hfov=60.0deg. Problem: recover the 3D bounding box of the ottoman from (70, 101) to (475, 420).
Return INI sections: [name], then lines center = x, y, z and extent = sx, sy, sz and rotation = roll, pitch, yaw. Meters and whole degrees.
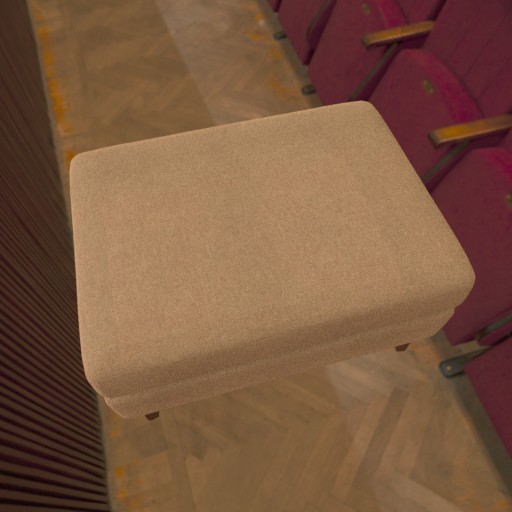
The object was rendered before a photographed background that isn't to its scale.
[ottoman]
center = 0.000, 0.000, 1.170
extent = 0.823, 0.478, 0.610
rotation = -13, 59, -8
